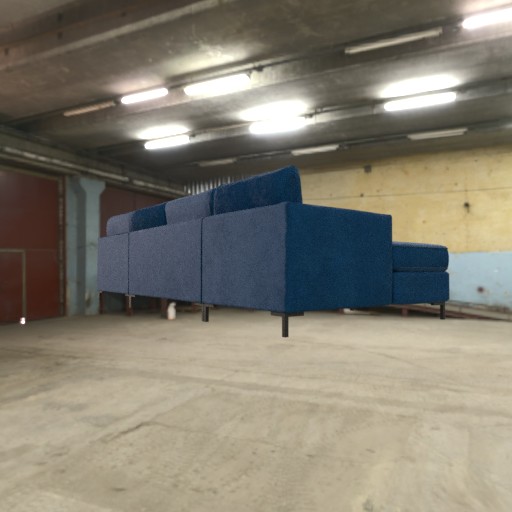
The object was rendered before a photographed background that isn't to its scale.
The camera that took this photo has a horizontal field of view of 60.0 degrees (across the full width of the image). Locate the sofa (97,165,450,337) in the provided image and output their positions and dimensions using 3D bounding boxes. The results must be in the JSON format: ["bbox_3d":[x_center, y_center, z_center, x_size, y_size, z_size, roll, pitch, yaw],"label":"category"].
[{"bbox_3d":[0.000,0.000,4.317,2.055,0.992,3.434,1,-2,-36],"label":"sofa"}]
